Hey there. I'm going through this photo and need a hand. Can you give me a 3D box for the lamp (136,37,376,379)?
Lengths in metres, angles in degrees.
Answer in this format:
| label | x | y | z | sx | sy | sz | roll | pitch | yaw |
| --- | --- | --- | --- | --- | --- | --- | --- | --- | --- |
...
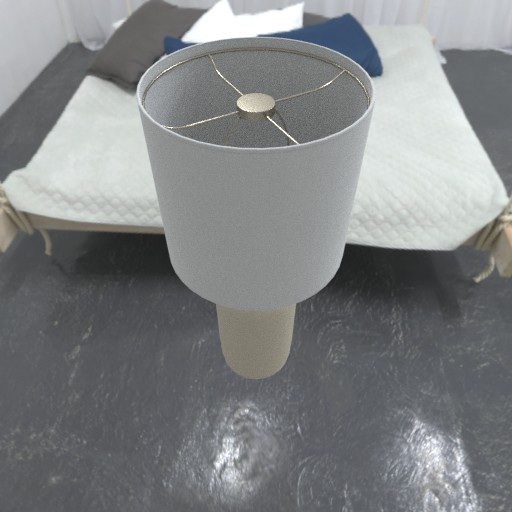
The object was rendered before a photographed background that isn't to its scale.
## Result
| label | x | y | z | sx | sy | sz | roll | pitch | yaw |
| --- | --- | --- | --- | --- | --- | --- | --- | --- | --- |
| lamp | 0.000 | 0.000 | 0.588 | 0.220 | 0.475 | 0.220 | -12 | 48 | -11 |
